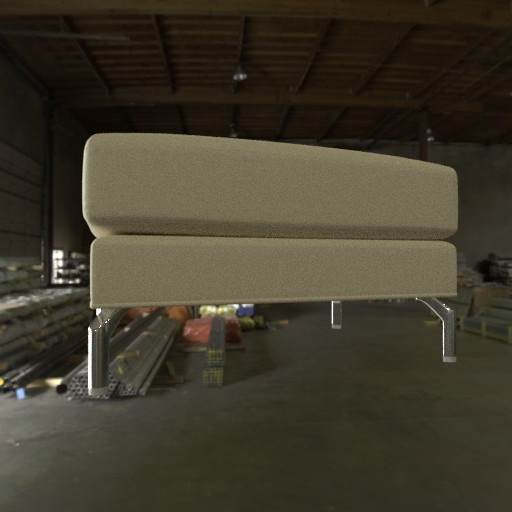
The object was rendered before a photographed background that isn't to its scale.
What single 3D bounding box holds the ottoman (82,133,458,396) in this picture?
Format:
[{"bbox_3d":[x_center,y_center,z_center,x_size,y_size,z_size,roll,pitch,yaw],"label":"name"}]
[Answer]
[{"bbox_3d":[0.000,0.000,1.172,0.835,0.497,0.581,0,0,-19],"label":"ottoman"}]
